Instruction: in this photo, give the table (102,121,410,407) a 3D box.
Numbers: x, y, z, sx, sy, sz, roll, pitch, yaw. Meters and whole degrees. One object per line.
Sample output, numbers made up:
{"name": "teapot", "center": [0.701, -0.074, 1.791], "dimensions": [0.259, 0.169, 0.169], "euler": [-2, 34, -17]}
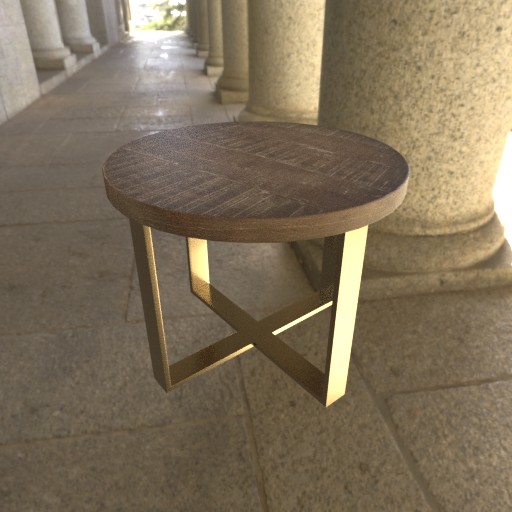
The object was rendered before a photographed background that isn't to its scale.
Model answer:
{"name": "table", "center": [0.000, 0.000, 0.948], "dimensions": [0.557, 0.437, 0.557], "euler": [0, 30, 0]}
